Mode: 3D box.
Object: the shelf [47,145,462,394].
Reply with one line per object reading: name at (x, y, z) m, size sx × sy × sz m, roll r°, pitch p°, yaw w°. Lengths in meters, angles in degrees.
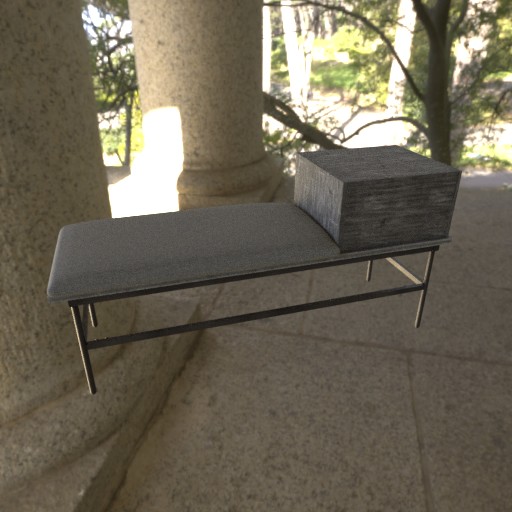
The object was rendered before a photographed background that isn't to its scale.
shelf at (0.000, 0.000, 1.620) m, size 1.342 × 0.633 × 0.457 m, roll -8°, pitch 28°, yaw -15°
